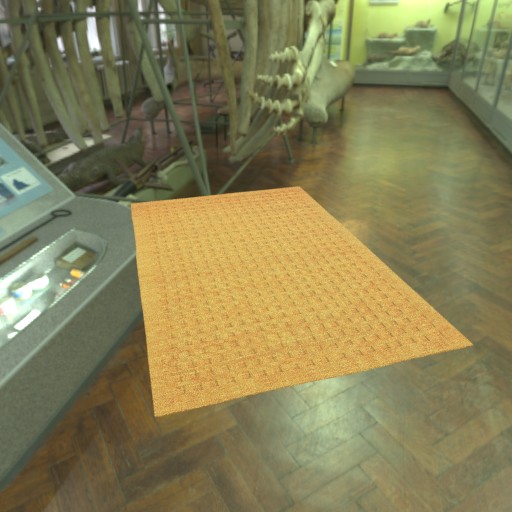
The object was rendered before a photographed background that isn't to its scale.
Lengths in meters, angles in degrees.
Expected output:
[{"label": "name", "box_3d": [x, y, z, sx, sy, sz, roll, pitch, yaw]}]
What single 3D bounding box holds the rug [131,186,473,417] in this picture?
[{"label": "rug", "box_3d": [0.000, 0.000, 2.202, 1.143, 0.006, 1.747, -8, 30, -14]}]
